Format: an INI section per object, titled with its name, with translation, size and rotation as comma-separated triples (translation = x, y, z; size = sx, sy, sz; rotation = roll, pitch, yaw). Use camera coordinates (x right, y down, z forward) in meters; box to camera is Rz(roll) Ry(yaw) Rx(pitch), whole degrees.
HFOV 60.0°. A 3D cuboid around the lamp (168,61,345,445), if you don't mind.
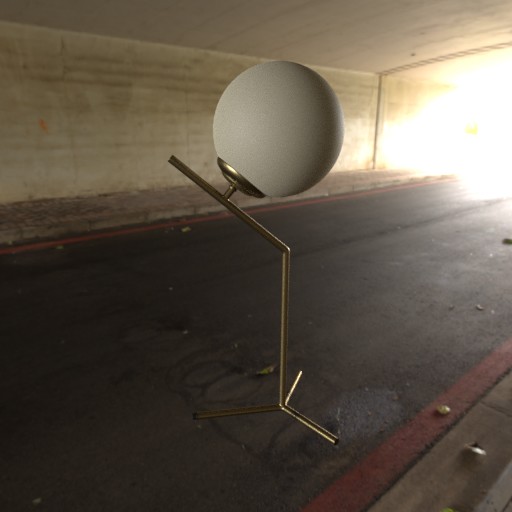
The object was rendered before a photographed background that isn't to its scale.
[lamp]
translation = 0.000, 0.000, 0.678
size = 0.251, 0.552, 0.210
rotation = -3, 16, -10
